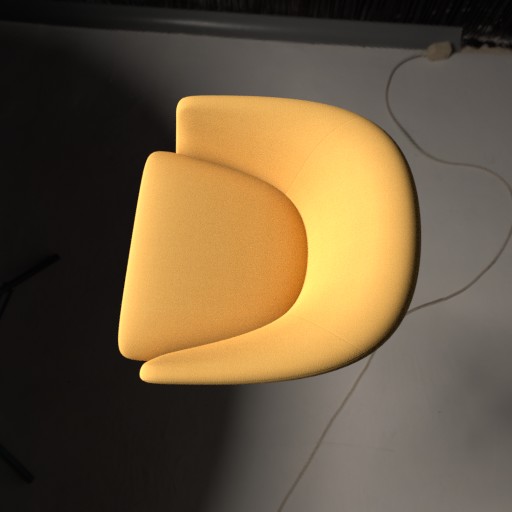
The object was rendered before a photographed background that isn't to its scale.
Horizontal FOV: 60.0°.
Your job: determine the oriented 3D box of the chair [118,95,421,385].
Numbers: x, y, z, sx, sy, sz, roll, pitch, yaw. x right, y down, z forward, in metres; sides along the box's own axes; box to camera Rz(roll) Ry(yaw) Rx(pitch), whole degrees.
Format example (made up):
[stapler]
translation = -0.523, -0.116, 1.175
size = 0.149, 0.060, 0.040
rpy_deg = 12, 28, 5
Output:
[chair]
translation = 0.000, 0.000, 1.337
size = 0.767, 0.698, 0.773
rpy_deg = 4, 73, 1
